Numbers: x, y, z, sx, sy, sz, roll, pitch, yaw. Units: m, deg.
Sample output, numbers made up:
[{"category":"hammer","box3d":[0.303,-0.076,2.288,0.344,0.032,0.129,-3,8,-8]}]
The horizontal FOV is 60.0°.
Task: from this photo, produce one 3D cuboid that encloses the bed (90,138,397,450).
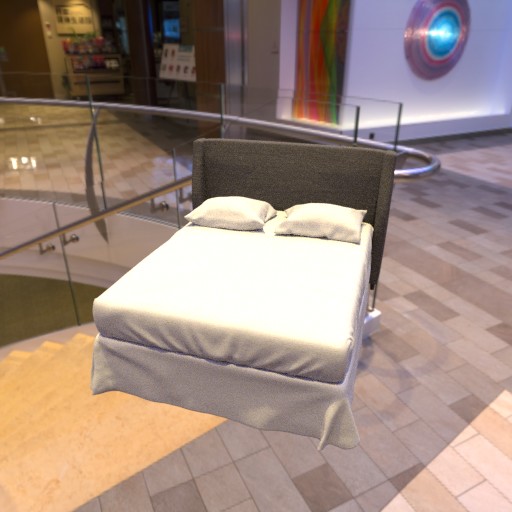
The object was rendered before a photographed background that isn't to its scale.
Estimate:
[{"category":"bed","box3d":[0.000,0.000,3.487,1.925,1.332,2.276,8,27,15]}]
